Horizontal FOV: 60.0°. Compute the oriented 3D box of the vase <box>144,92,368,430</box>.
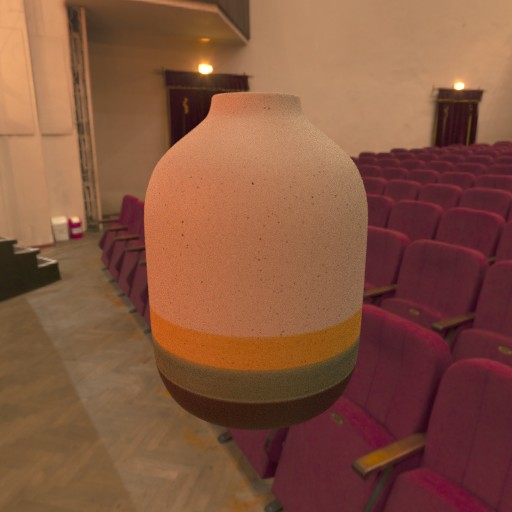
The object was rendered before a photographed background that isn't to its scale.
[{"bbox_3d":[0.000,0.000,0.353,0.169,0.240,0.169,0,15,0],"label":"vase"}]
